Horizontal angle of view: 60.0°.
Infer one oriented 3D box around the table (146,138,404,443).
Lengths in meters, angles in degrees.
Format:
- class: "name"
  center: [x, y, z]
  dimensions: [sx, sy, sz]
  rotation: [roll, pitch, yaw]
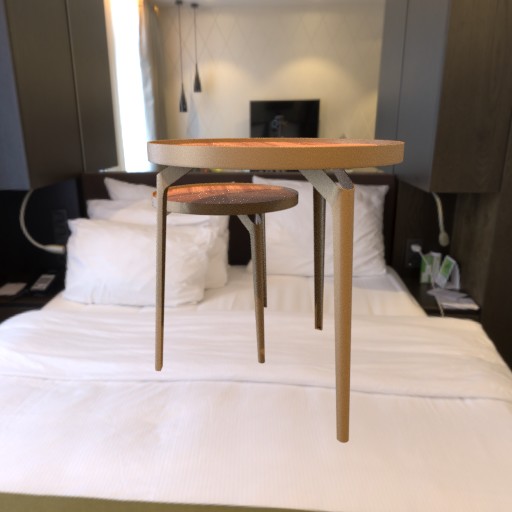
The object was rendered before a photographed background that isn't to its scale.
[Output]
- class: "table"
  center: [0.000, 0.000, 1.097]
  dimensions: [0.532, 0.555, 0.751]
  rotation: [-8, 18, -27]
